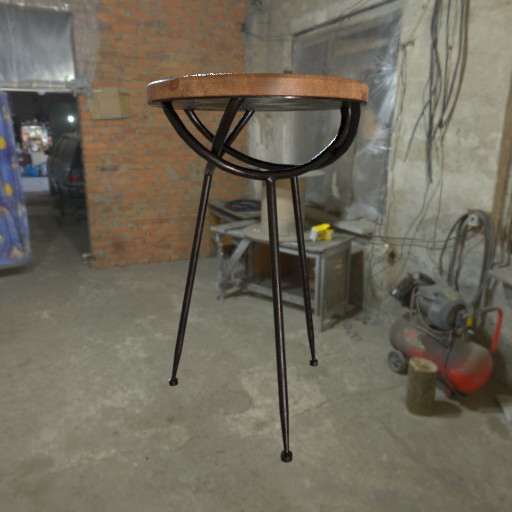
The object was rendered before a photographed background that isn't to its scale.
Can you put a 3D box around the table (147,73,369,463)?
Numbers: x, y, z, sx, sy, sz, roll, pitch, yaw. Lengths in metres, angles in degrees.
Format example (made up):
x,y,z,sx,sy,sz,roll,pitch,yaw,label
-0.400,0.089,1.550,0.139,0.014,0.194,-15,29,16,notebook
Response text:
x,y,z,sx,sy,sz,roll,pitch,yaw,label
0.000,0.000,0.930,0.418,0.664,0.414,8,17,27,table
